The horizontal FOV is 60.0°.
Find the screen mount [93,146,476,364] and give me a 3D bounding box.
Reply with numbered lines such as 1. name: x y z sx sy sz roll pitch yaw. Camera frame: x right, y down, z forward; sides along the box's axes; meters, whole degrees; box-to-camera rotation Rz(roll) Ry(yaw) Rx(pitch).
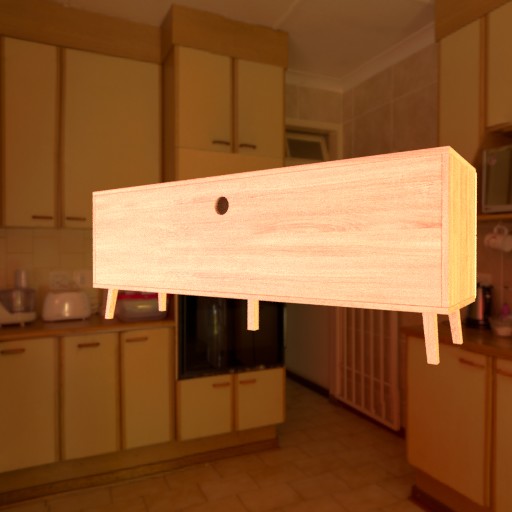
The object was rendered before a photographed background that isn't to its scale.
1. screen mount: 0.000 0.000 1.731 1.500 0.570 0.420 0 1 35
